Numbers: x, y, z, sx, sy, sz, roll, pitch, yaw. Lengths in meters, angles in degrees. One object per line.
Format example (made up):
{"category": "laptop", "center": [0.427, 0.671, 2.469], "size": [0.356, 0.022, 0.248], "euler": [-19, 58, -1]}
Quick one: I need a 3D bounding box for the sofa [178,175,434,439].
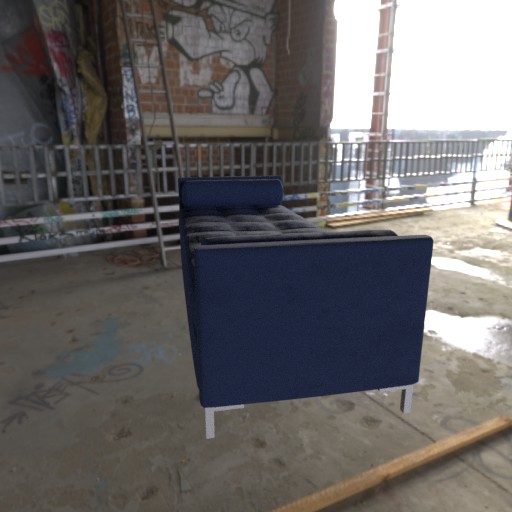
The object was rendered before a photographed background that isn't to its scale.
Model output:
{"category": "sofa", "center": [0.000, 0.000, 2.417], "size": [0.797, 0.657, 2.102], "euler": [-3, 16, -11]}
